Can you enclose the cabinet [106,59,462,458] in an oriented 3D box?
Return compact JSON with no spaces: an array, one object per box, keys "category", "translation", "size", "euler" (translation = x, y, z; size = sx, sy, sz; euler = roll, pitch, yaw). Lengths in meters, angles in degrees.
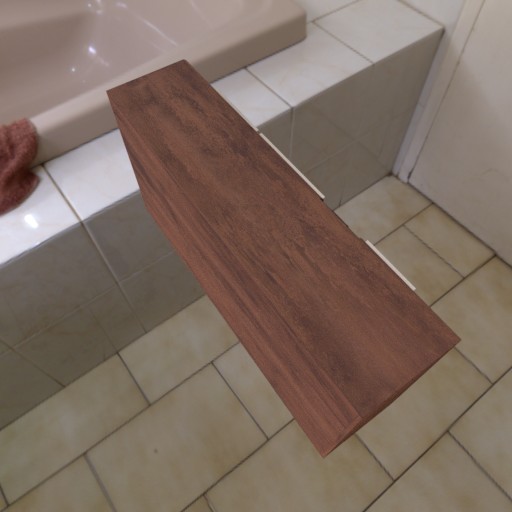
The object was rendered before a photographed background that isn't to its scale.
[{"category":"cabinet","translation":[0.000,0.000,1.963],"size":[0.420,0.900,1.600],"euler":[-31,63,-17]}]
